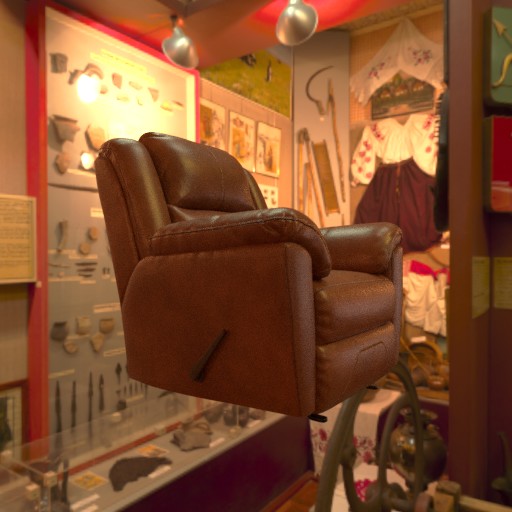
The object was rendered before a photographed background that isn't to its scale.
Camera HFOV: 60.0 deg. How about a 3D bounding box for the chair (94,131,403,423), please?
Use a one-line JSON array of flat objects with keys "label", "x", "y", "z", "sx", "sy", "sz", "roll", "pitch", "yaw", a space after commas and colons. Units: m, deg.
[{"label": "chair", "x": 0.000, "y": 0.000, "z": 1.895, "sx": 1.041, "sy": 1.093, "sz": 0.990, "roll": 0, "pitch": 1, "yaw": 37}]
